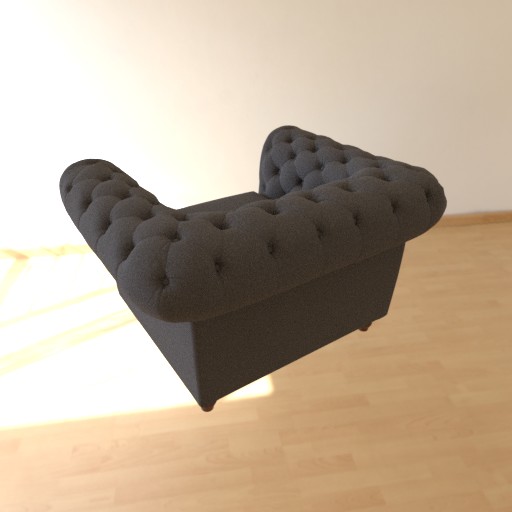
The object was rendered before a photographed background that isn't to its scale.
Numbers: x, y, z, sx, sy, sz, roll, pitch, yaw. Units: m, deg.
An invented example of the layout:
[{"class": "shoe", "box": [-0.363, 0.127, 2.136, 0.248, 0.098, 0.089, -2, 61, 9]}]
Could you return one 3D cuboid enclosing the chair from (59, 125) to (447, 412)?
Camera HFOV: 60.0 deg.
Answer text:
[{"class": "chair", "box": [0.000, 0.000, 1.838, 1.270, 0.770, 0.976, -19, 35, -29]}]
